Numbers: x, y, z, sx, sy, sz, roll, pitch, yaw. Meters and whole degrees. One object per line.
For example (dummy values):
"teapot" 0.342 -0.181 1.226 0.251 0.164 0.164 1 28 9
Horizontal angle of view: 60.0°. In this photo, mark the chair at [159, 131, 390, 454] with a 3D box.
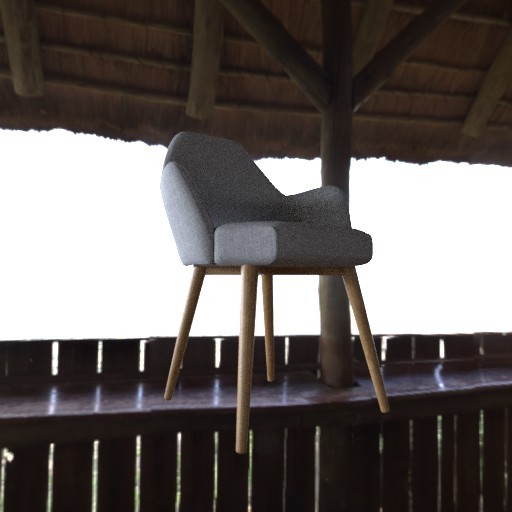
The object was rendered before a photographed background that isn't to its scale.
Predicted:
"chair" 0.000 0.000 1.279 0.590 0.840 0.610 1 -2 -35
